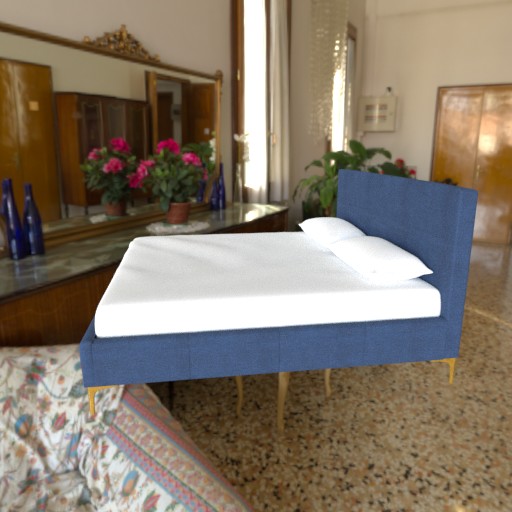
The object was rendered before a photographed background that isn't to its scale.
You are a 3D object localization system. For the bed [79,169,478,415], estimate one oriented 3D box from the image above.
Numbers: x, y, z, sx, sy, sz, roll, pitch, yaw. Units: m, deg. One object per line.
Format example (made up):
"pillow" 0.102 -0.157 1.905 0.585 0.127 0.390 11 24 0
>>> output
"bed" 0.000 0.000 3.467 2.232 1.231 2.096 -2 14 -9
